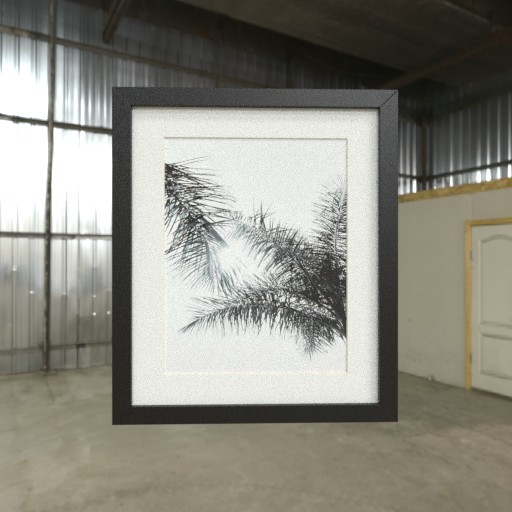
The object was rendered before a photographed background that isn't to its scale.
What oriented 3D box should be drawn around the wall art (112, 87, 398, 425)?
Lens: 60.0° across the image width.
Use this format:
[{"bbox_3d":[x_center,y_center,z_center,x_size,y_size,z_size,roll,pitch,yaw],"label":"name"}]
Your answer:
[{"bbox_3d":[0.000,0.000,0.517,0.325,0.380,0.028,0,0,-2],"label":"wall art"}]
